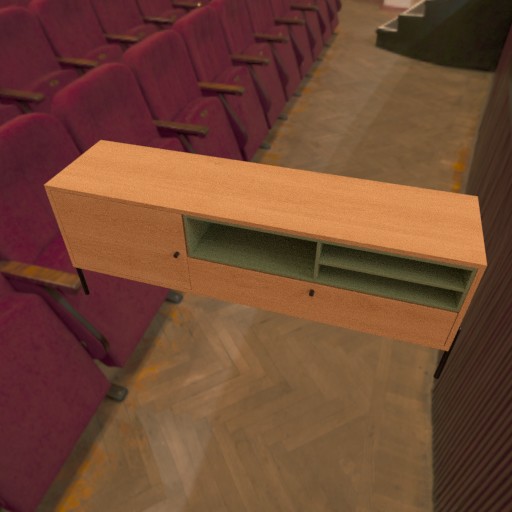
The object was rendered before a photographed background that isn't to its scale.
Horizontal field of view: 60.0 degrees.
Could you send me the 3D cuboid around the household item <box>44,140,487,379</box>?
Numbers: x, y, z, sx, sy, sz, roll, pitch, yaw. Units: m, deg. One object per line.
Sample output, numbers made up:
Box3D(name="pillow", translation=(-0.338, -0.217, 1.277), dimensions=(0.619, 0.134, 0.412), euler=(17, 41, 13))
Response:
Box3D(name="household item", translation=(0.000, 0.000, 1.773), dimensions=(1.550, 0.600, 0.400), euler=(11, 42, 13))
